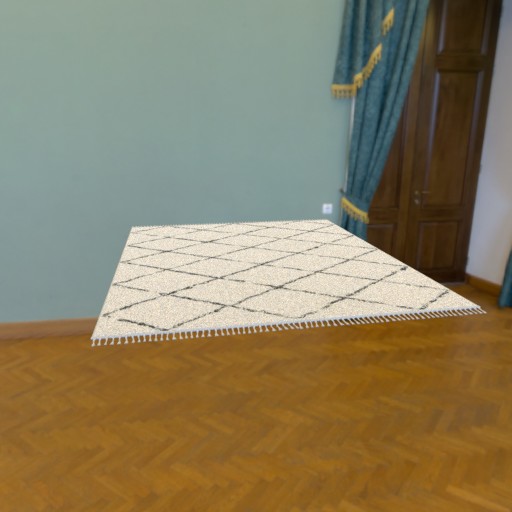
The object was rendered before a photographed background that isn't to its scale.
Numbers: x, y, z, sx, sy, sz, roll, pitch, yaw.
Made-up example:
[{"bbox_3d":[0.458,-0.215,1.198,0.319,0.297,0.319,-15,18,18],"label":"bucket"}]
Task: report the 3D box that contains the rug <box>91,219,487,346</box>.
[{"bbox_3d":[0.000,0.000,3.984,2.380,0.013,3.051,-3,16,-10],"label":"rug"}]
